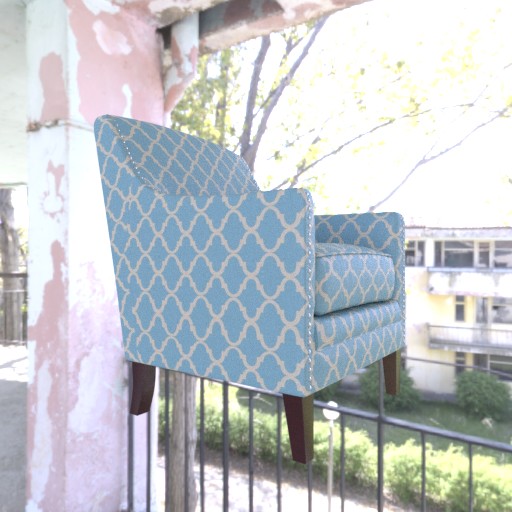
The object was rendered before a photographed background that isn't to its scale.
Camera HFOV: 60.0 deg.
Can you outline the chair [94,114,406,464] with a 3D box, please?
[{"bbox_3d":[0.000,0.000,1.283,0.686,0.817,0.617,0,0,36],"label":"chair"}]
